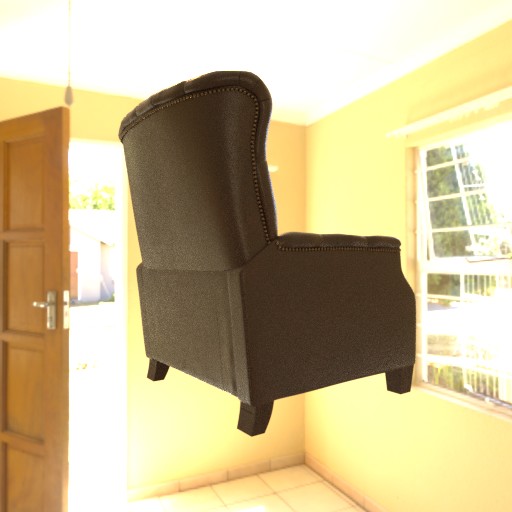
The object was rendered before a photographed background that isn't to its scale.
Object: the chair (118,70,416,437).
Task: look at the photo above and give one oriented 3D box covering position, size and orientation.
[{"bbox_3d":[0.000,0.000,1.458,0.823,0.864,0.709,0,-1,-36],"label":"chair"}]
